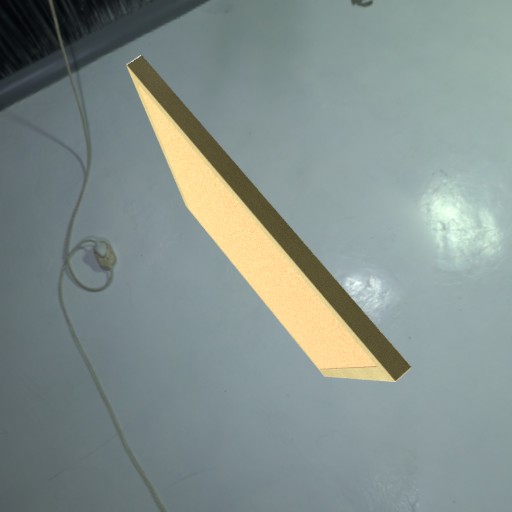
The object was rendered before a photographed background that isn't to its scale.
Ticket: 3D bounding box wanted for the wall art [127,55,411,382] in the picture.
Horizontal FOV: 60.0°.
[{"bbox_3d":[0.000,0.000,1.160,0.037,0.763,0.763,-38,79,-9],"label":"wall art"}]
